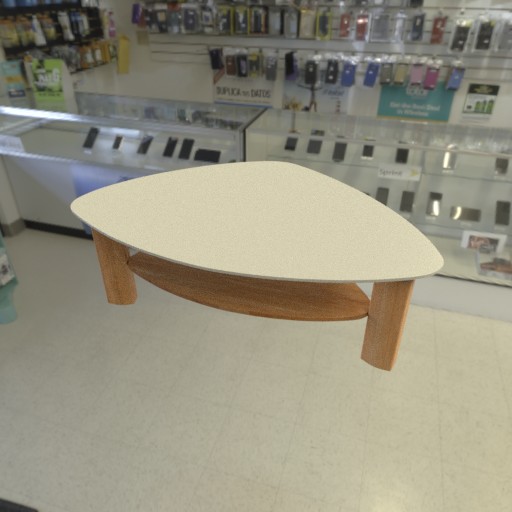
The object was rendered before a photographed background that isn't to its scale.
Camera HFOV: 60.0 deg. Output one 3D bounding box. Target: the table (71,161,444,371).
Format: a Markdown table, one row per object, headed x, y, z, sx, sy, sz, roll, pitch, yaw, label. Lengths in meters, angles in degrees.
| x | y | z | sx | sy | sz | roll | pitch | yaw | label |
| --- | --- | --- | --- | --- | --- | --- | --- | --- | --- |
| 0.000 | 0.000 | 1.686 | 1.250 | 0.440 | 0.850 | 11 | 34 | 16 | table |
